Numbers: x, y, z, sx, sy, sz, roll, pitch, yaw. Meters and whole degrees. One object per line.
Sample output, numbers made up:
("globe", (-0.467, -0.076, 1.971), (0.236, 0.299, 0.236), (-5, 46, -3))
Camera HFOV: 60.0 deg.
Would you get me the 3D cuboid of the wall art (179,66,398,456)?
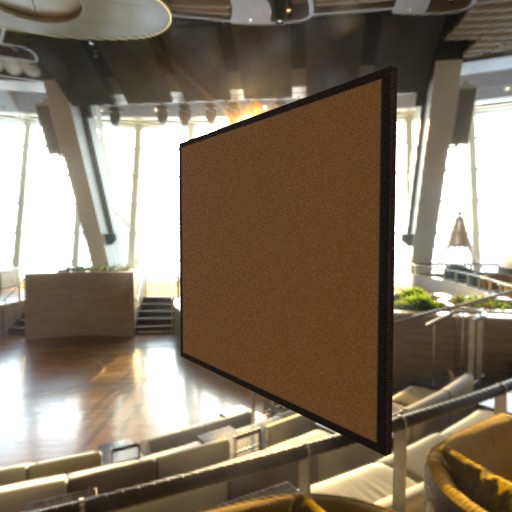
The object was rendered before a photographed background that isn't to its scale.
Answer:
("wall art", (0.000, 0.000, 1.415), (0.023, 0.875, 1.033), (-2, 3, -36))
